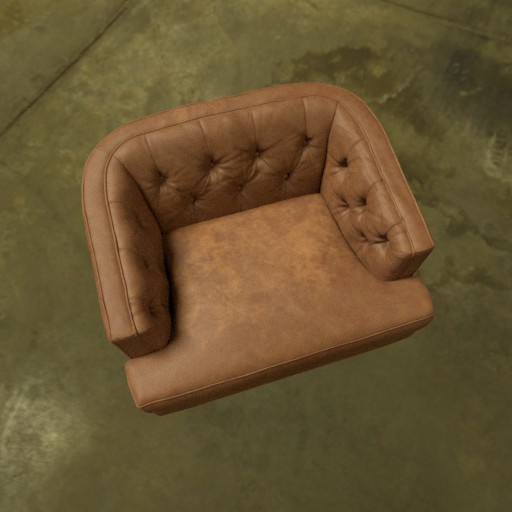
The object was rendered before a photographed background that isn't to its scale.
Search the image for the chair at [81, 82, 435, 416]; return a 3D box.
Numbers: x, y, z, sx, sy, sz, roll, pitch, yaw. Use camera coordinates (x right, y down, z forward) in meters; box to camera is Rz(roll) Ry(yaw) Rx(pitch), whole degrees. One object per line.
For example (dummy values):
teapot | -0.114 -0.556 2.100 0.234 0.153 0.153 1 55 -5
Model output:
chair | 0.000 0.000 1.746 1.119 0.836 0.911 -15 65 -8
